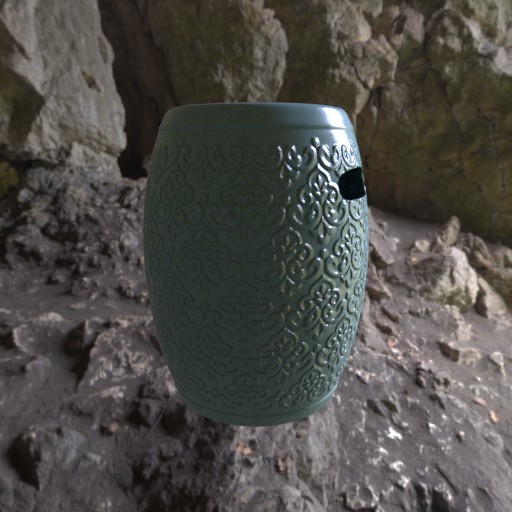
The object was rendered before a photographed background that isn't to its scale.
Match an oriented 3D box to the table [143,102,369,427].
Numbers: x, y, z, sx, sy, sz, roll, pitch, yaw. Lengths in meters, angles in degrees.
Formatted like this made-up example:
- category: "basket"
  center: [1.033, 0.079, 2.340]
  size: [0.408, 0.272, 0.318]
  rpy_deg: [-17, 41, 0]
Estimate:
- category: "table"
  center: [0.000, 0.000, 0.631]
  size: [0.309, 0.397, 0.309]
  rpy_deg: [0, 14, 0]
